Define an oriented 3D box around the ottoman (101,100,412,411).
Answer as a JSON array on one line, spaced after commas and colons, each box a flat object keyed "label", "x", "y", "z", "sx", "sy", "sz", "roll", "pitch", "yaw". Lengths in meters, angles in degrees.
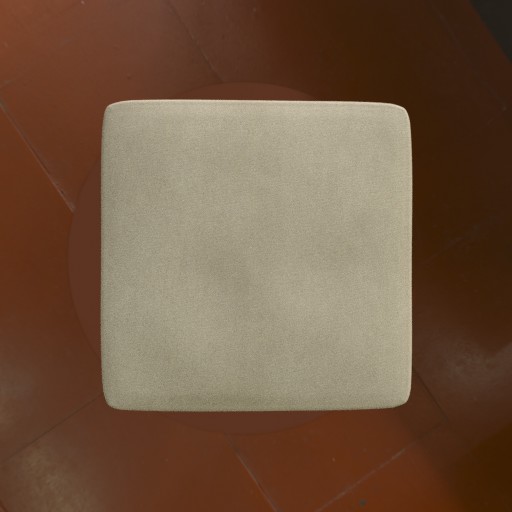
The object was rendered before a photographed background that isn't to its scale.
[{"label": "ottoman", "x": 0.000, "y": 0.000, "z": 1.346, "sx": 0.843, "sy": 0.441, "sz": 0.842, "roll": 0, "pitch": 90, "yaw": -1}]
